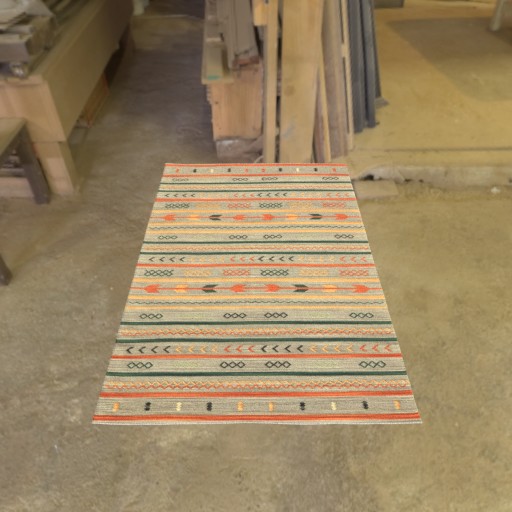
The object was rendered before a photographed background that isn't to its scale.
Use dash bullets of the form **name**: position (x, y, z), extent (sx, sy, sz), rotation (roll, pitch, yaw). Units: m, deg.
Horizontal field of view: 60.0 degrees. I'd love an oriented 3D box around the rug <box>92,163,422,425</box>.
- **rug**: position (0.000, 0.000, 2.305), extent (1.220, 0.017, 1.835), rotation (0, 43, 0)
